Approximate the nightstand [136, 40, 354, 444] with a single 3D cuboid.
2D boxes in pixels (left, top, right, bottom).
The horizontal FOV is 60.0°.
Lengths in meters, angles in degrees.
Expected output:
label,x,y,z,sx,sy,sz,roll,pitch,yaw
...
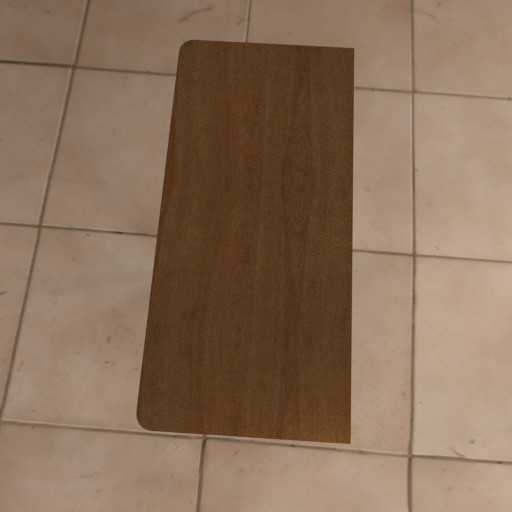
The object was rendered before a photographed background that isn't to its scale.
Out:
label,x,y,z,sx,sy,sz,roll,pitch,yaw
nightstand,0.000,0.000,1.329,0.432,0.700,0.914,3,76,1
